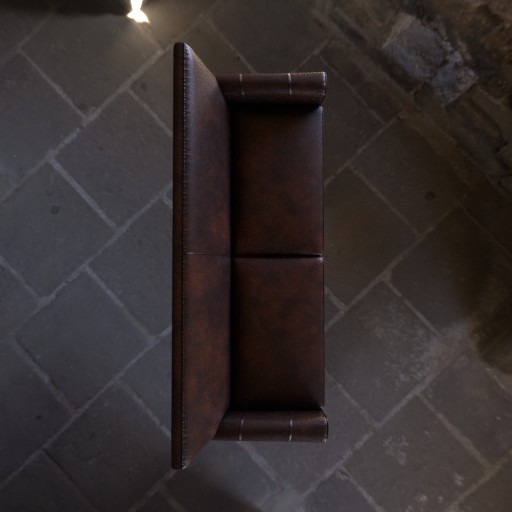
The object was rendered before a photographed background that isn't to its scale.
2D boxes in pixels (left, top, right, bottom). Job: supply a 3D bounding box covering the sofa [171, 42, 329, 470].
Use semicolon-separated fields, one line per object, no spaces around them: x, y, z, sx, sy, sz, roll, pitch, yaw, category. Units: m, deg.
0.000;0.000;2.492;0.786;0.871;1.995;0;88;0;sofa
